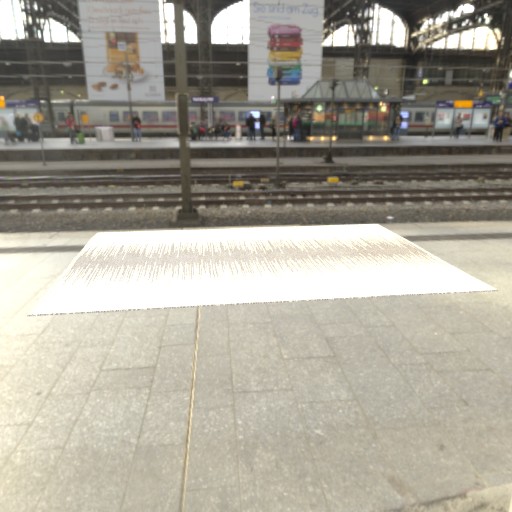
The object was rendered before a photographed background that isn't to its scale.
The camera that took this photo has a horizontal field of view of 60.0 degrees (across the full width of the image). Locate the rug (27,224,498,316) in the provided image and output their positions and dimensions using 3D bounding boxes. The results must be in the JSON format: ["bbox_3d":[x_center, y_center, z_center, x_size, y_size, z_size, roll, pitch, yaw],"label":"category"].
[{"bbox_3d":[0.000,0.000,2.255,1.815,0.007,1.226,-2,17,-7],"label":"rug"}]
